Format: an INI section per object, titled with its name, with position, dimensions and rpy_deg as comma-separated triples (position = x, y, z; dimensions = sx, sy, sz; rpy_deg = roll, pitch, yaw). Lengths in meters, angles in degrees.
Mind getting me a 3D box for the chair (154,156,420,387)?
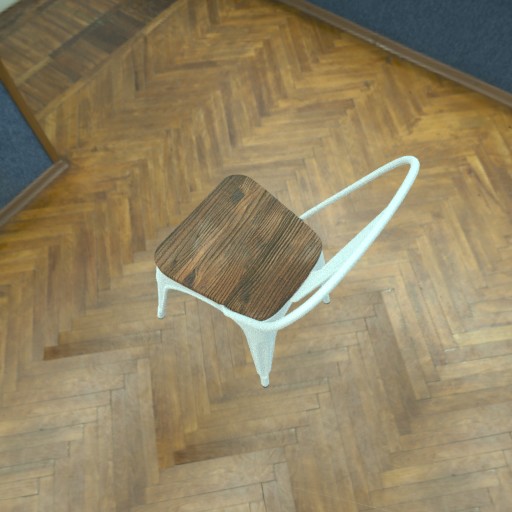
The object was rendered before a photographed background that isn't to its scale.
[chair]
position = 0.000, 0.000, 1.160
dimensions = 0.521, 0.851, 0.452
rpy_deg = 34, 68, 16
